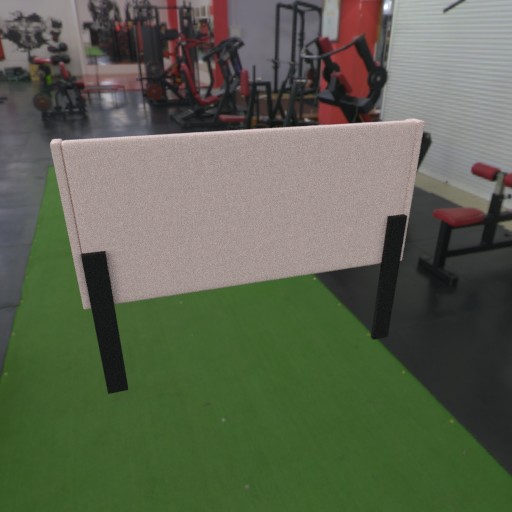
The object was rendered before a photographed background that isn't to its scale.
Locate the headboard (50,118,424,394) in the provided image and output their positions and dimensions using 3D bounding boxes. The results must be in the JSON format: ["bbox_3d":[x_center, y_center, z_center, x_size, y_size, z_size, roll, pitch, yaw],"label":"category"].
[{"bbox_3d":[0.000,0.000,2.724,2.051,1.524,0.184,-8,27,-15],"label":"headboard"}]
